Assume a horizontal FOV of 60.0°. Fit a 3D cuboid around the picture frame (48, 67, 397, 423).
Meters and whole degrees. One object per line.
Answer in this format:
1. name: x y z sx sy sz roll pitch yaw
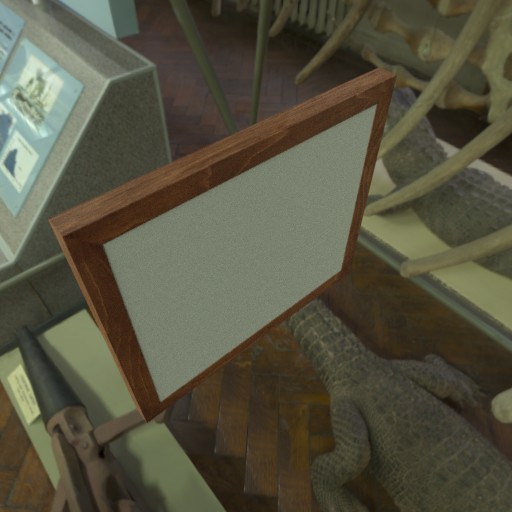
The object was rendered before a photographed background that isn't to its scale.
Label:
1. picture frame: 0.000 0.000 0.524 0.381 0.330 0.025 -32 55 -26
